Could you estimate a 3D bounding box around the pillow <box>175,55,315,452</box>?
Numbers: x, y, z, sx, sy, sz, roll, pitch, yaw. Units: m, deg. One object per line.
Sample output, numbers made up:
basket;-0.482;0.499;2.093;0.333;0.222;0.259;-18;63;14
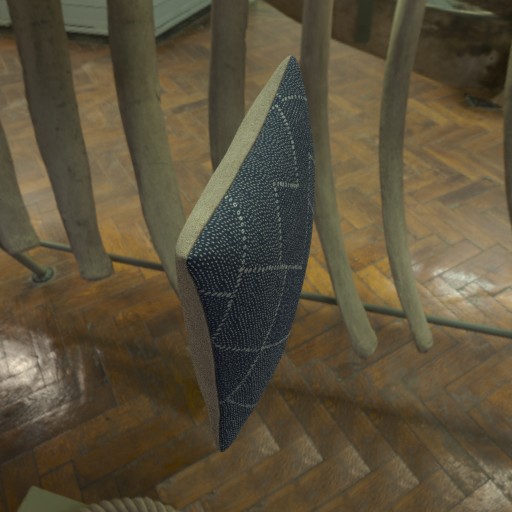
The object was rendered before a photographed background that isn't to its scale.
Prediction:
pillow;0.000;0.000;0.664;0.148;0.428;0.435;11;48;10
